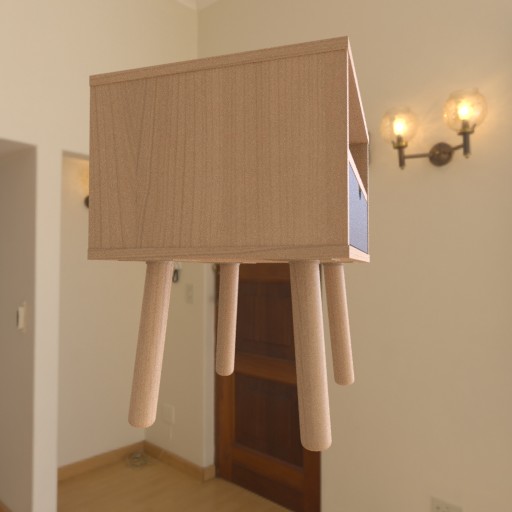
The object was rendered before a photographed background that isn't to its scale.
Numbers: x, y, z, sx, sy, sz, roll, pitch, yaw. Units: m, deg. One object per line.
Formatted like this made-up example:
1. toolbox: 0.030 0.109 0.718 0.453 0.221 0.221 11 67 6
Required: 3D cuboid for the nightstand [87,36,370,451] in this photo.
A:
1. nightstand: 0.000 0.000 0.812 0.380 0.530 0.450 0 -2 17
